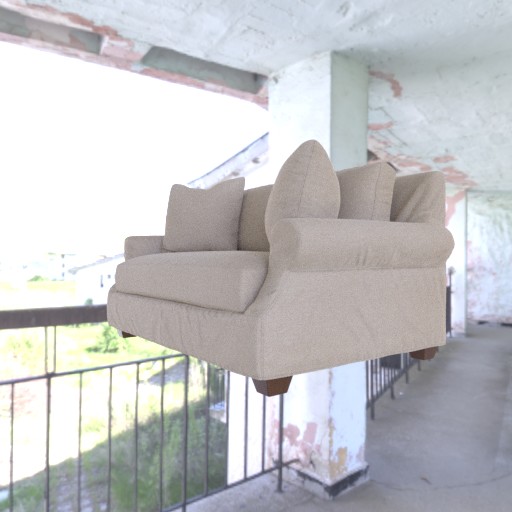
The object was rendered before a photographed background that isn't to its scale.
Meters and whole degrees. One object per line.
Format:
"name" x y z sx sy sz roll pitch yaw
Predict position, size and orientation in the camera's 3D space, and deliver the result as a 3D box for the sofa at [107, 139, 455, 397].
"sofa" 0.000 0.000 2.222 1.070 0.905 1.550 0 0 -37
